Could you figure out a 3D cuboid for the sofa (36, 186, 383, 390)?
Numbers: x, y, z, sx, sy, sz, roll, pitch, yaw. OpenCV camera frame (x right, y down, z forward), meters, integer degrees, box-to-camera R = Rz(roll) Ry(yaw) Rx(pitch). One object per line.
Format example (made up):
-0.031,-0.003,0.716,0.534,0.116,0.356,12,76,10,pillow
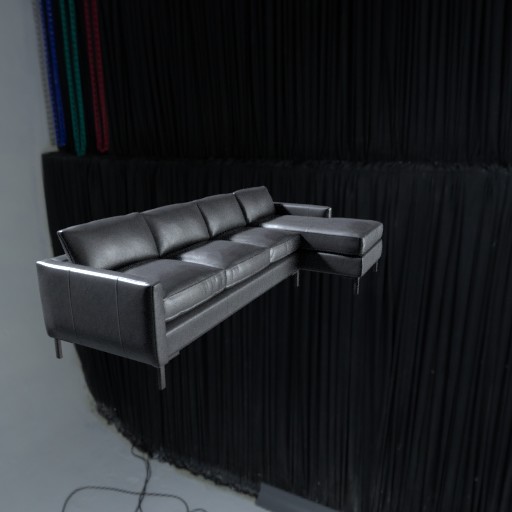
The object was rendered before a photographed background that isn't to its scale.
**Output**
0.000,0.000,3.662,1.471,0.859,2.993,8,17,26,sofa
